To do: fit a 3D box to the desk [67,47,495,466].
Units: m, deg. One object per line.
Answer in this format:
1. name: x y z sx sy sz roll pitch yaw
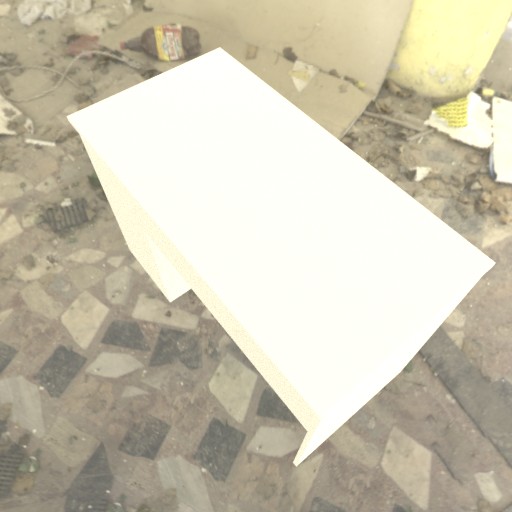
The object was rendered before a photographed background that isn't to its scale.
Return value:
1. desk: 0.000 0.000 1.482 0.560 0.735 1.097 -34 63 -20
